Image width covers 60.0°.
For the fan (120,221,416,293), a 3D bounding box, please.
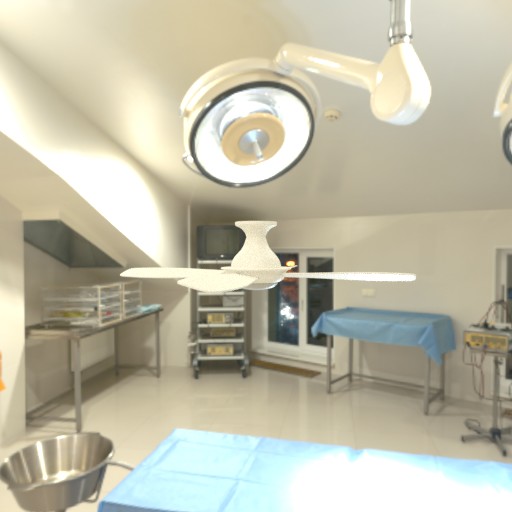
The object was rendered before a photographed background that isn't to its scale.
[{"bbox_3d":[0.000,0.000,2.489,1.694,0.382,1.693,0,1,17],"label":"fan"}]
